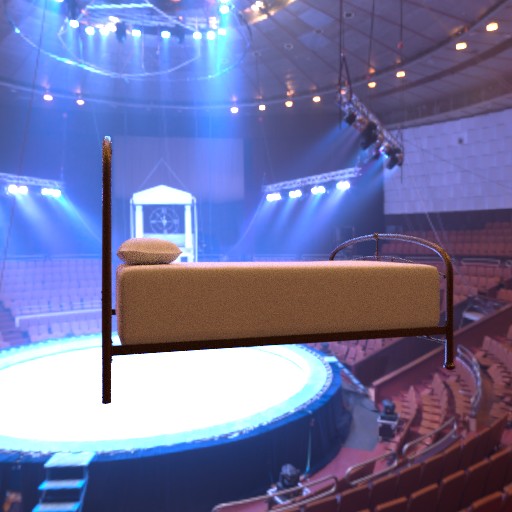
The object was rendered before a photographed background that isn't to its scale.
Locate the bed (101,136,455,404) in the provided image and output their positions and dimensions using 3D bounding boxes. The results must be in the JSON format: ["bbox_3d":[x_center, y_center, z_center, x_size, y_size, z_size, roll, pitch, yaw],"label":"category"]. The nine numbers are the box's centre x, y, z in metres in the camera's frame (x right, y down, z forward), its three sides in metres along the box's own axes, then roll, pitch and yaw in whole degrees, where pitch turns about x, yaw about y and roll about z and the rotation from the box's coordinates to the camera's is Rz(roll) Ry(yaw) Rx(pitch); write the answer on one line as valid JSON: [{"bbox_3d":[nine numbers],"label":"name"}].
[{"bbox_3d":[0.000,0.000,3.327,2.168,1.475,1.711,0,0,-18],"label":"bed"}]
